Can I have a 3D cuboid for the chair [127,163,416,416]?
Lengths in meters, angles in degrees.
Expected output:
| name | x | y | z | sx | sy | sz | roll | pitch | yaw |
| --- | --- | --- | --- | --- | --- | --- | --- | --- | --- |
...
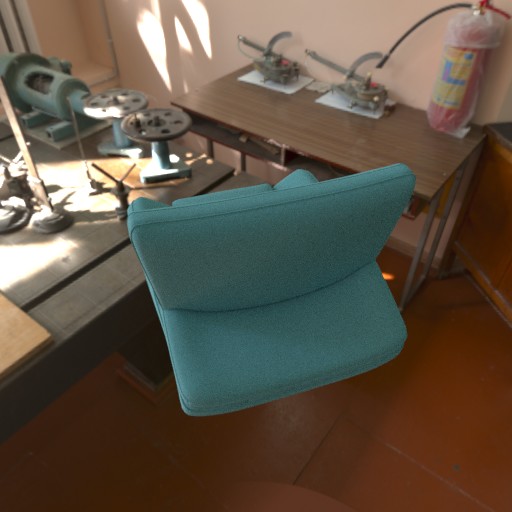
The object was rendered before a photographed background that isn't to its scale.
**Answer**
| name | x | y | z | sx | sy | sz | roll | pitch | yaw |
| --- | --- | --- | --- | --- | --- | --- | --- | --- | --- |
| chair | 0.000 | 0.000 | 1.664 | 0.859 | 0.855 | 1.008 | -12 | 43 | -14 |
